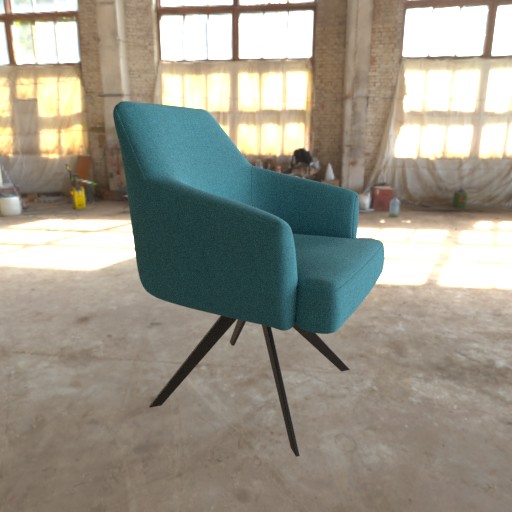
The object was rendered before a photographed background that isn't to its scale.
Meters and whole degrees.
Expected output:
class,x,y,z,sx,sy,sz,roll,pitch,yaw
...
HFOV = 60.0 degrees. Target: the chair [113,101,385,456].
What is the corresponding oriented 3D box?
class,x,y,z,sx,sy,sz,roll,pitch,yaw
chair,0.000,0.000,1.325,0.677,0.874,0.642,7,17,26
